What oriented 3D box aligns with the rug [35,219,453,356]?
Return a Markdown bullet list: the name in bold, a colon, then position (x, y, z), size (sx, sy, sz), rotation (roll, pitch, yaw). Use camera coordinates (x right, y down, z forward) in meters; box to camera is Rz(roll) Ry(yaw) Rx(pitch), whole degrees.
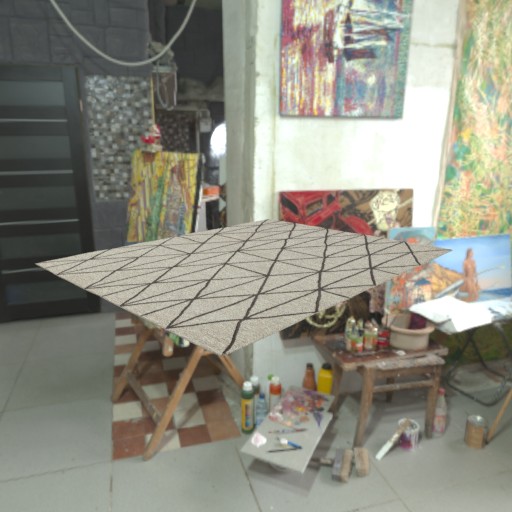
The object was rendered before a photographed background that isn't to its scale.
- **rug**: position (0.000, 0.000, 4.113), size (2.468, 0.022, 3.061), rotation (14, 20, 42)
